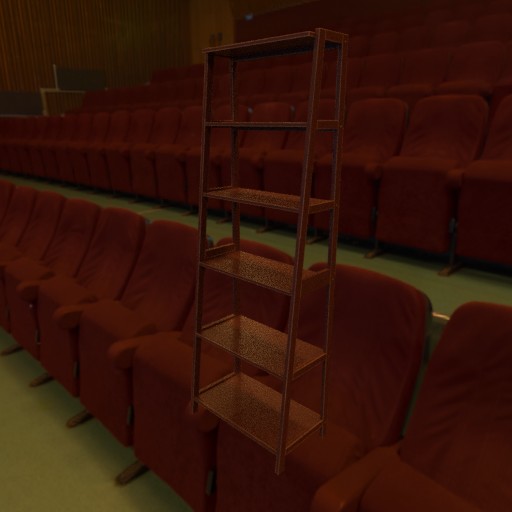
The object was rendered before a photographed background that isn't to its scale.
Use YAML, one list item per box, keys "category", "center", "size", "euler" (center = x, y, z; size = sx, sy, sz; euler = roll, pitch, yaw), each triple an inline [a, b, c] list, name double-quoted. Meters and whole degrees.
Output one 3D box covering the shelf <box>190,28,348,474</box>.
- category: "shelf"
  center: [0.000, 0.000, 2.125]
  size: [0.660, 1.892, 0.381]
  euler: [16, 23, 42]
